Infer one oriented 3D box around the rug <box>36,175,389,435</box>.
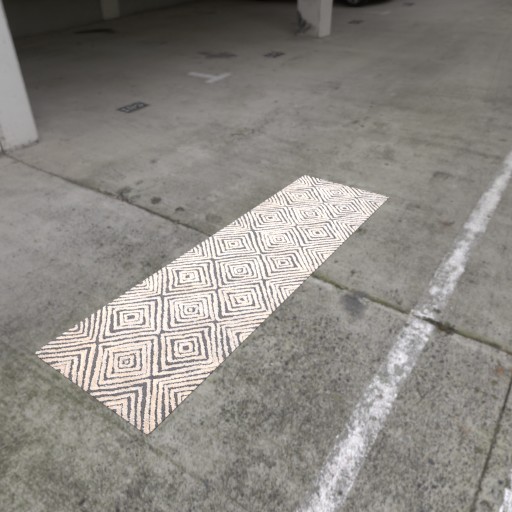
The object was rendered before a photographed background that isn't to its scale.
[{"bbox_3d":[0.000,0.000,2.469,0.676,0.008,2.277,21,39,29],"label":"rug"}]
